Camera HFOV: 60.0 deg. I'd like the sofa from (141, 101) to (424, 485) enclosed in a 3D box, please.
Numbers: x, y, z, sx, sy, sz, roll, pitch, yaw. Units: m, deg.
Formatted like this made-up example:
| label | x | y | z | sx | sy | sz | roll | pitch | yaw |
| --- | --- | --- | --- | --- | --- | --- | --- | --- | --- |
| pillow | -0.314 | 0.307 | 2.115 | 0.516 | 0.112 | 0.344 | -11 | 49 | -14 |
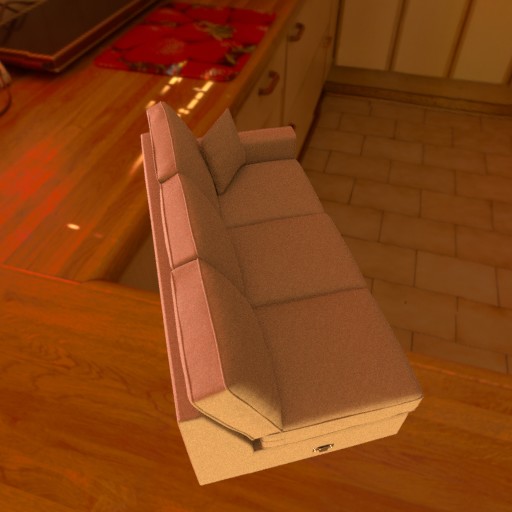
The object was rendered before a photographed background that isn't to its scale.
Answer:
| label | x | y | z | sx | sy | sz | roll | pitch | yaw |
| --- | --- | --- | --- | --- | --- | --- | --- | --- | --- |
| sofa | 0.000 | 0.000 | 2.434 | 1.034 | 0.946 | 1.963 | -10 | 48 | -9 |
